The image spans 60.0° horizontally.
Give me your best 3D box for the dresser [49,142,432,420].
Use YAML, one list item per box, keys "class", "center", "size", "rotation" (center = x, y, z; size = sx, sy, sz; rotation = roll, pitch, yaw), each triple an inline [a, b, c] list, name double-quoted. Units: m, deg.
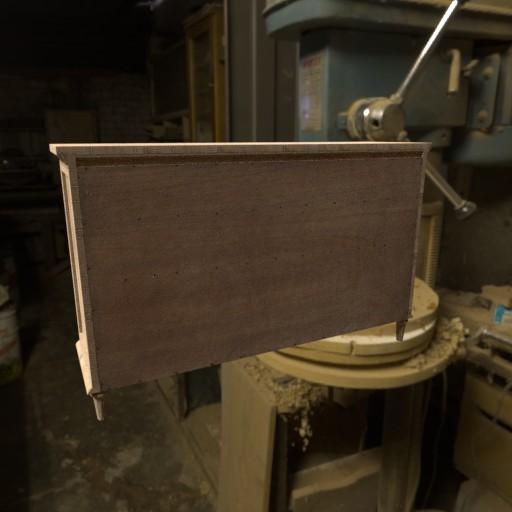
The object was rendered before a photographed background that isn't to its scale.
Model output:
- class: "dresser"
  center: [0.000, 0.000, 2.064]
  size: [1.626, 1.016, 0.457]
  rotation: [-7, 17, -25]
